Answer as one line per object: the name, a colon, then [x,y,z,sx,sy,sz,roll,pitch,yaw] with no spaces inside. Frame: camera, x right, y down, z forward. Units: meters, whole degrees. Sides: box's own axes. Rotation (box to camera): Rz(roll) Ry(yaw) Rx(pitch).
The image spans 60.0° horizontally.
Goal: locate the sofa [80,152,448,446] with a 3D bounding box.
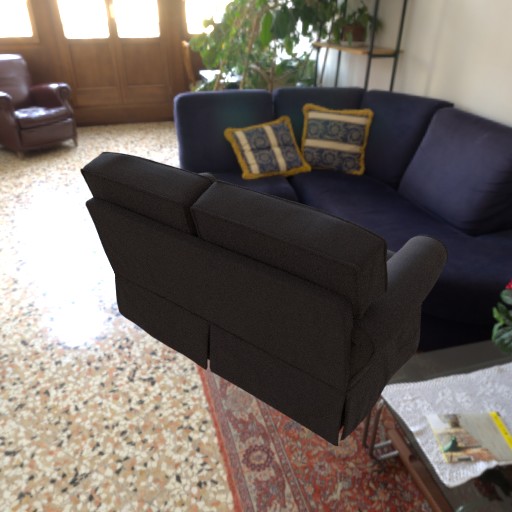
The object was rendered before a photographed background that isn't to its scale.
sofa: [0.000,0.000,2.426,1.801,1.059,0.997,21,36,32]
